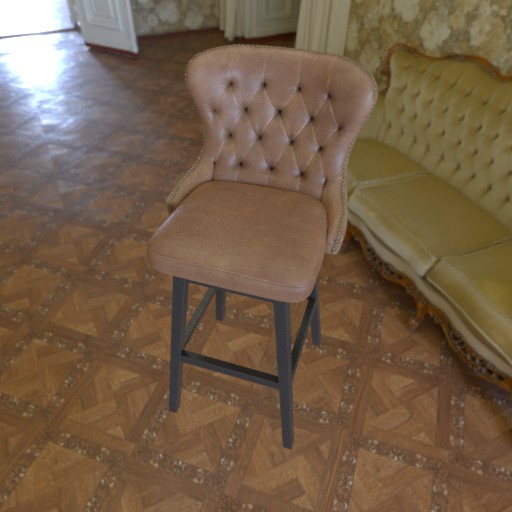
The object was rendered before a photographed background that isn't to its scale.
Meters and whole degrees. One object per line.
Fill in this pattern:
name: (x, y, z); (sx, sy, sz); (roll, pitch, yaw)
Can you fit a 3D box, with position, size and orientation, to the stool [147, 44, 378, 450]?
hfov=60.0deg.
stool: (0.000, 0.000, 1.355); (0.528, 1.050, 0.601); (12, 43, 14)
